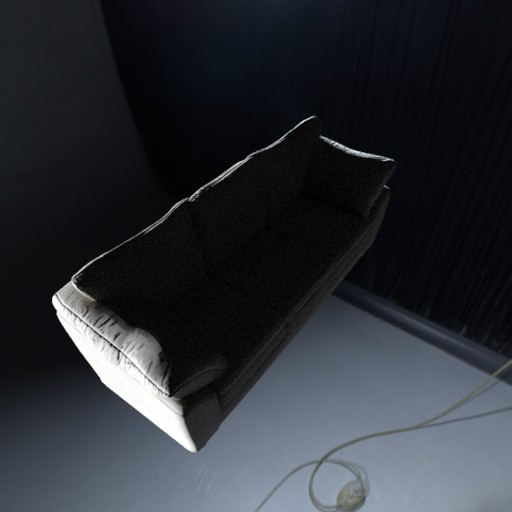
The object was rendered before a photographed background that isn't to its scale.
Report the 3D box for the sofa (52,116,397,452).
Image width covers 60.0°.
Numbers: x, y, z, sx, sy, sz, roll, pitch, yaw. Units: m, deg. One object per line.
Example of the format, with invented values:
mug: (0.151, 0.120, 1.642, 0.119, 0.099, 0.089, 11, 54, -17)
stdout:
sofa: (0.000, 0.000, 2.826, 0.878, 0.996, 2.334, 26, 47, 26)
